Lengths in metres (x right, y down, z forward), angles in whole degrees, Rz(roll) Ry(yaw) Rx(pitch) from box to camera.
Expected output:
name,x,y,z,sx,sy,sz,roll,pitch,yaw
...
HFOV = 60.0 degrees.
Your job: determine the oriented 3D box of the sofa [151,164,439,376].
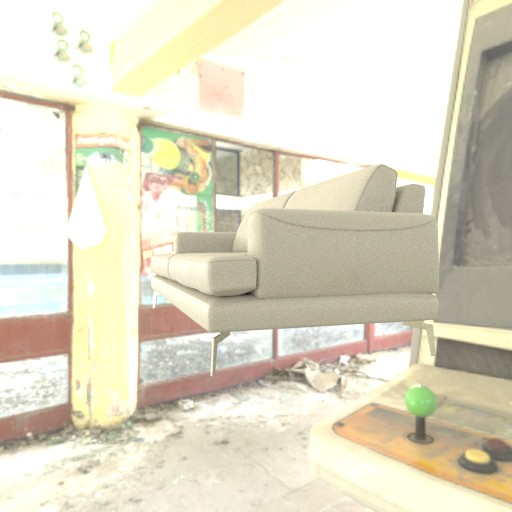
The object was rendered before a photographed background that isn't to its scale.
name,x,y,z,sx,sy,sz,roll,pitch,yaw
sofa,0.000,0.000,2.465,0.974,0.765,1.940,0,0,-19
